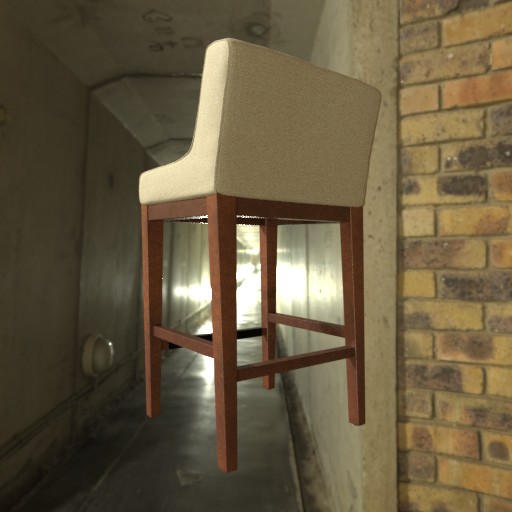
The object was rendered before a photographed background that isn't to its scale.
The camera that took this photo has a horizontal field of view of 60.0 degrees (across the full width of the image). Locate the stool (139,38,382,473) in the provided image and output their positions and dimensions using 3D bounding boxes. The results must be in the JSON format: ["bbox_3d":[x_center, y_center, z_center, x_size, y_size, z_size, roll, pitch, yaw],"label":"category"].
[{"bbox_3d":[0.000,0.000,1.247,0.511,0.937,0.500,-1,1,-37],"label":"stool"}]
